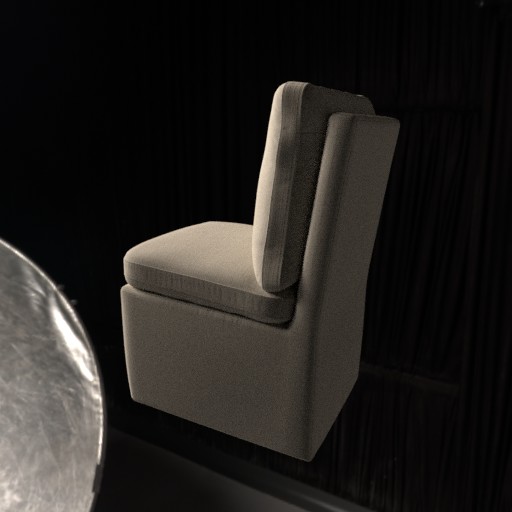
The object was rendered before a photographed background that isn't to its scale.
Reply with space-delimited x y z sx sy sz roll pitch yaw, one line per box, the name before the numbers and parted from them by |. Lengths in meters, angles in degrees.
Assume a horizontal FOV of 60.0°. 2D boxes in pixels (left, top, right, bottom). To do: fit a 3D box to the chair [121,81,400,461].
chair | 0.000 0.000 1.333 0.698 0.927 0.503 8 18 26
